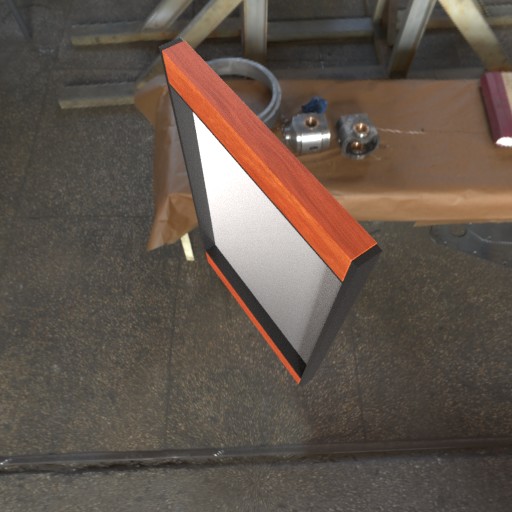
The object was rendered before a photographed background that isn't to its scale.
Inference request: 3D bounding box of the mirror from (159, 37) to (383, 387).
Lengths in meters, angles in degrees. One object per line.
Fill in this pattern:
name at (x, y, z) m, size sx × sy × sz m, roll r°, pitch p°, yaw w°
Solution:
mirror at (0.000, 0.000, 1.049) m, size 0.047 × 0.823 × 0.525 m, roll -32°, pitch 67°, yaw -15°
